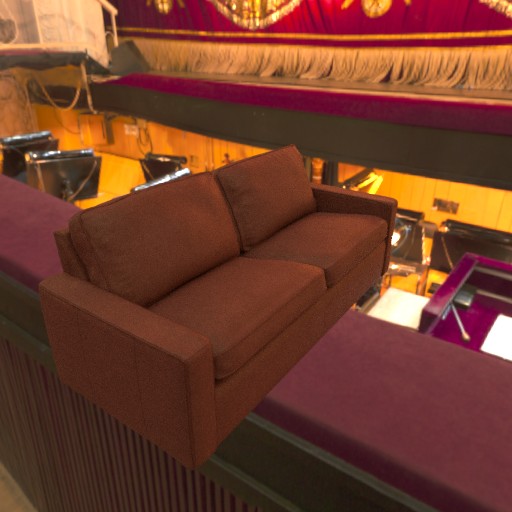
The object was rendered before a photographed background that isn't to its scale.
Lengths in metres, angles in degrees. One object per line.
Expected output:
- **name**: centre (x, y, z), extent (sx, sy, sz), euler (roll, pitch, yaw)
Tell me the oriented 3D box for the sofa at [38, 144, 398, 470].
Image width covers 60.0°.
- **sofa**: centre (0.000, 0.000, 2.494), extent (0.940, 0.919, 2.080), euler (17, 31, 31)
